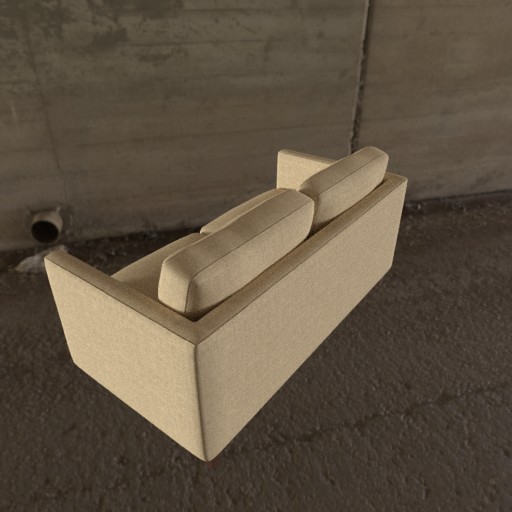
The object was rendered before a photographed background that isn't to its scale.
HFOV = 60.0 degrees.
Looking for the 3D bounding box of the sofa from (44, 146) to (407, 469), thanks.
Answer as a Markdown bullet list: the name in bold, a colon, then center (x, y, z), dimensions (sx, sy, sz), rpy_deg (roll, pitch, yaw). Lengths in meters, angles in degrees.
- **sofa**: center (0.000, 0.000, 2.443), dimensions (0.950, 0.963, 1.884), rpy_deg (22, 38, 31)
